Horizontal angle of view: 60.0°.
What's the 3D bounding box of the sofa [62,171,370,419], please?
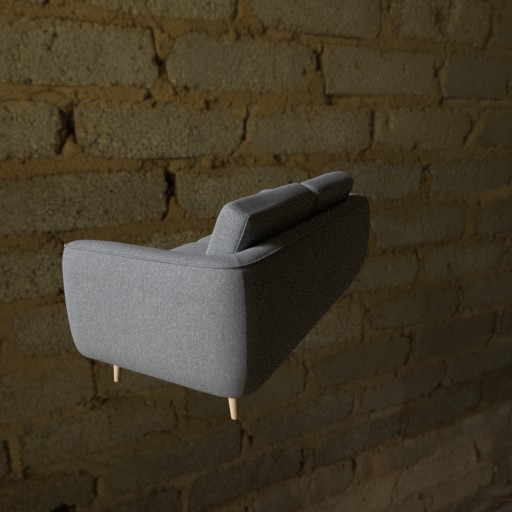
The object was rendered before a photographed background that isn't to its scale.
[{"bbox_3d":[0.000,0.000,2.506,0.920,0.870,2.000,8,17,25],"label":"sofa"}]
